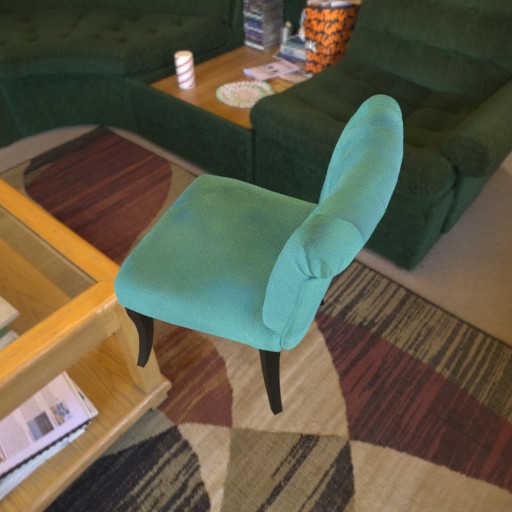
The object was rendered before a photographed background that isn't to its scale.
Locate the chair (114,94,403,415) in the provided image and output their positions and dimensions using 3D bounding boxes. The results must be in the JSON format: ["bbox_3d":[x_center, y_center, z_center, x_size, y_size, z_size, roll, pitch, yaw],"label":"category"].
[{"bbox_3d":[0.000,0.000,1.197,0.605,0.750,0.582,16,48,15],"label":"chair"}]
